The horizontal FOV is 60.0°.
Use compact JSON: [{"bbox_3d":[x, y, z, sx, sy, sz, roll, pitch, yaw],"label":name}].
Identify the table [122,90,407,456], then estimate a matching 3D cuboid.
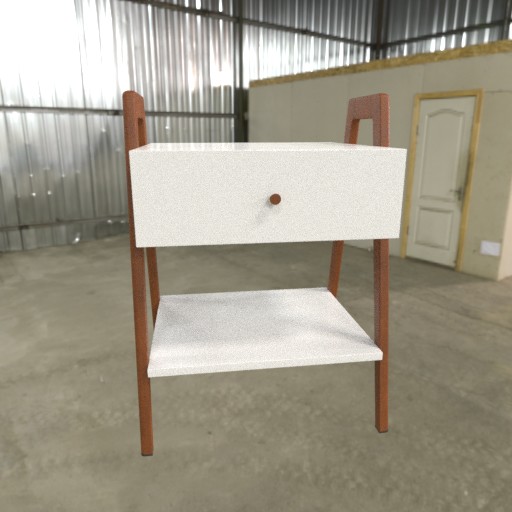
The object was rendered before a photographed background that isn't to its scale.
[{"bbox_3d":[0.000,0.000,0.889,0.457,0.610,0.405,-2,16,-8],"label":"table"}]
